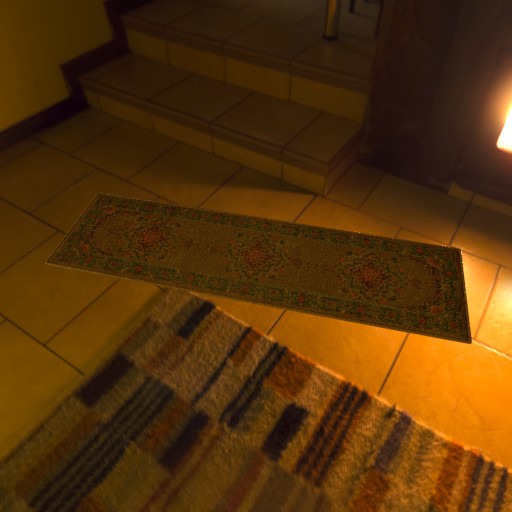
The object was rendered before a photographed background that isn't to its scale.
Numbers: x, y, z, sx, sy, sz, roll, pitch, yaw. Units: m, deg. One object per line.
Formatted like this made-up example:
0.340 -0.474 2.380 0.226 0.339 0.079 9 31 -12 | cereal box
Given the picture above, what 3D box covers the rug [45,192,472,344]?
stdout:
0.000 0.000 2.536 2.297 0.019 0.659 10 47 9 | rug
